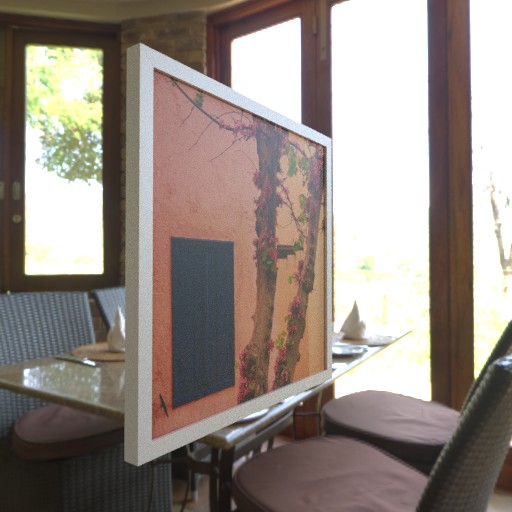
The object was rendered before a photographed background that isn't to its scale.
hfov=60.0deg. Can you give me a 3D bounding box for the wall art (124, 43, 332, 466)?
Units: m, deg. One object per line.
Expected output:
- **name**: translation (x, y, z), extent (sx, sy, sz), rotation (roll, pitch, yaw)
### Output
- **wall art**: translation (0.000, 0.000, 1.115), extent (0.038, 0.762, 0.762), rotation (-1, -1, 36)
